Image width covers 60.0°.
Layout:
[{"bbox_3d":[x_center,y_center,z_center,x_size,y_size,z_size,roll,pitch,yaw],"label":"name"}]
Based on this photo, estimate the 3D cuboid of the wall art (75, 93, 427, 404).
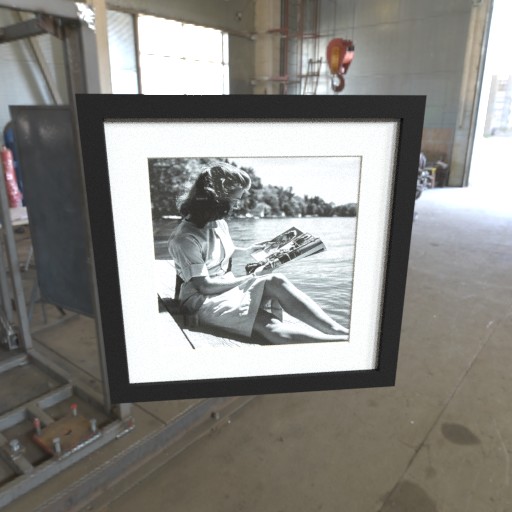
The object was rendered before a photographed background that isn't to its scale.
[{"bbox_3d":[0.000,0.000,0.447,0.308,0.305,0.030,-2,18,-6],"label":"wall art"}]
